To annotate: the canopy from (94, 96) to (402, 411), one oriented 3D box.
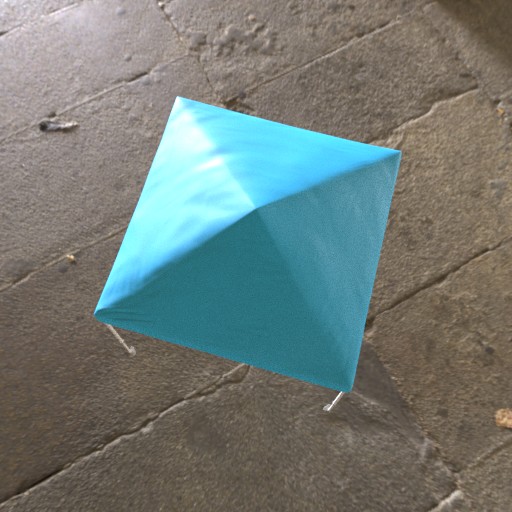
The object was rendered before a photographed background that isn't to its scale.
[{"bbox_3d":[0.000,0.000,5.030,2.849,2.849,2.848,15,75,4],"label":"canopy"}]
